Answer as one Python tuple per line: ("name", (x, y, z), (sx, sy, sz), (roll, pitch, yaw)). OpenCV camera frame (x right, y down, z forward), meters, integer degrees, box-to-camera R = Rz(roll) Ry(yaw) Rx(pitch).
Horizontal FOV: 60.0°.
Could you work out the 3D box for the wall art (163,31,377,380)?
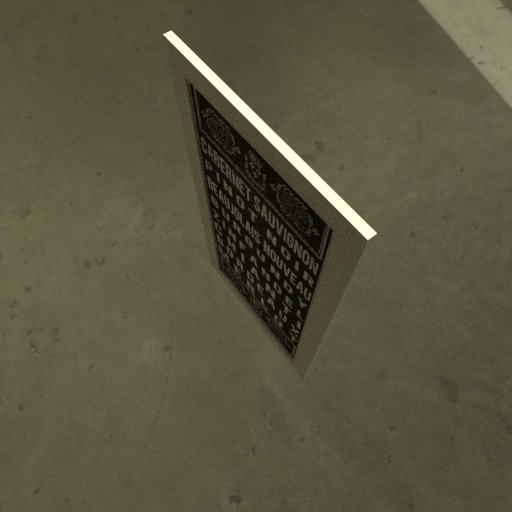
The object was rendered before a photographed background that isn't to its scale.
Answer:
("wall art", (0.000, 0.000, 0.809), (0.013, 0.683, 0.380), (-34, 68, -16))
